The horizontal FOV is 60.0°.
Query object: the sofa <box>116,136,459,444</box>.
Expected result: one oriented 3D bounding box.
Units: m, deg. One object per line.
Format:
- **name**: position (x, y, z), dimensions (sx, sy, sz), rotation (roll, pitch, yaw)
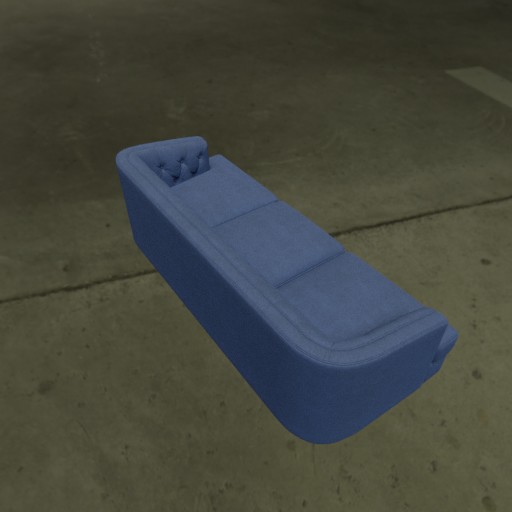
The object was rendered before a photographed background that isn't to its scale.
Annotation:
- **sofa**: position (0.000, 0.000, 2.708), dimensions (0.914, 0.787, 2.235), rotation (-26, 48, -26)
